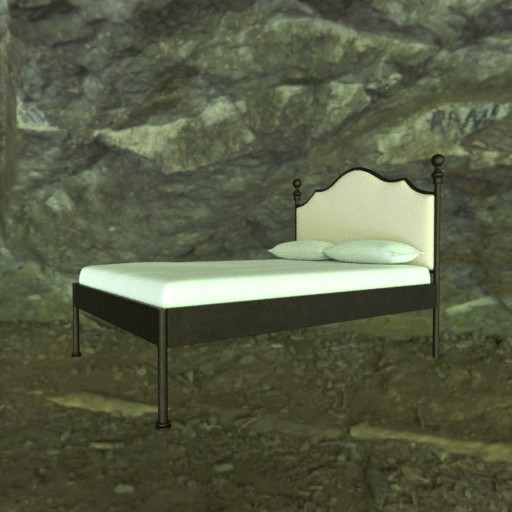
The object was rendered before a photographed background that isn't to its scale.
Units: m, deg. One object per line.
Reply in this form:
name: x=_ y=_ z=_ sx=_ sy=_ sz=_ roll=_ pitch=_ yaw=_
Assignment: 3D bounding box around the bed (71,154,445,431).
bed: x=0.000 y=0.000 z=3.244 sx=2.224 sy=1.499 sz=1.642 roll=-1 pitch=2 yaw=-36
